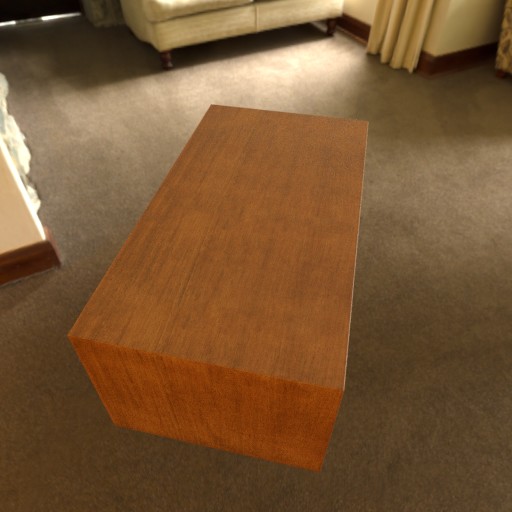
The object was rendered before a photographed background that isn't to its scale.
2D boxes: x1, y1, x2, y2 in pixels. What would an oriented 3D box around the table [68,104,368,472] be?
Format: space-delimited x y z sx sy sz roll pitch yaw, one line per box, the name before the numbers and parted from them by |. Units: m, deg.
table | 0.000 0.000 1.333 0.549 0.419 1.000 9 46 9
